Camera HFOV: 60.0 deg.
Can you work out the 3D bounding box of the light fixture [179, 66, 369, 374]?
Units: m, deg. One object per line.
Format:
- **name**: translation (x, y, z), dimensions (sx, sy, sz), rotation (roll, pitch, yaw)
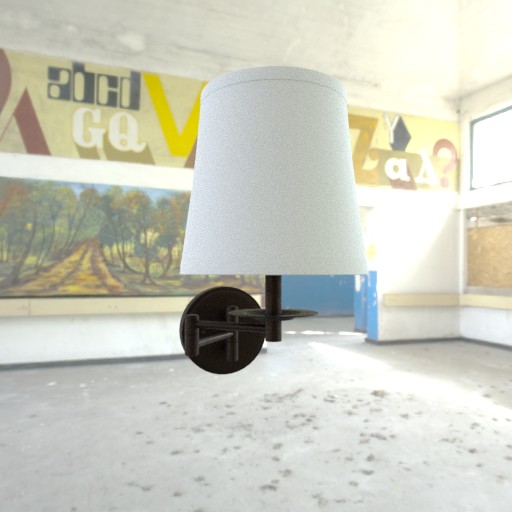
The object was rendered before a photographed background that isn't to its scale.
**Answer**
- **light fixture**: translation (0.000, 0.000, 0.268), dimensions (0.100, 0.172, 0.157), rotation (1, -2, -20)
